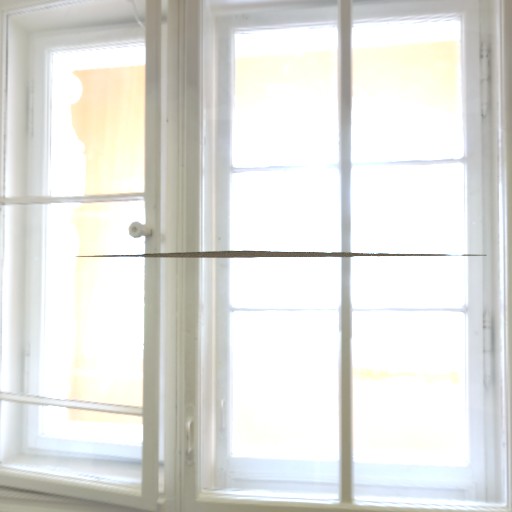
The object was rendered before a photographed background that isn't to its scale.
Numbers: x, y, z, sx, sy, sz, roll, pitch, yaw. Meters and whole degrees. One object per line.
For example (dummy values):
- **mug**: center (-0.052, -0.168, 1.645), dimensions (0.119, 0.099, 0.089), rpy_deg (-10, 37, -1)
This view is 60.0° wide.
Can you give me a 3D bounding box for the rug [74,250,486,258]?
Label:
- **rug**: center (0.000, 0.000, 4.112), dimensions (2.436, 0.007, 3.045), rpy_deg (1, -1, -37)
